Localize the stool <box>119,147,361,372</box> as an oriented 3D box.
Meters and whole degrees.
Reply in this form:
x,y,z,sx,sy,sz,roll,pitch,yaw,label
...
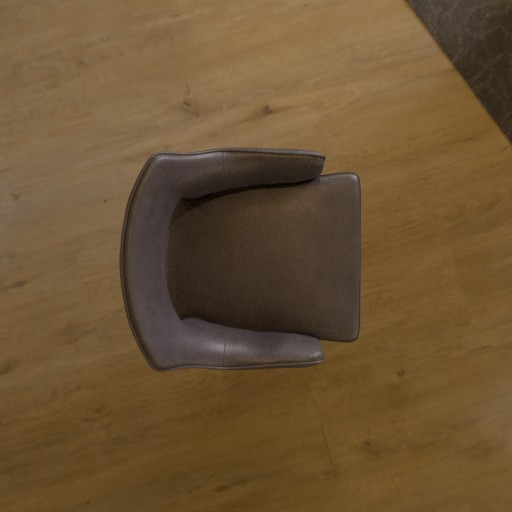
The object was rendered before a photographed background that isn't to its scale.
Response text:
x,y,z,sx,sy,sz,roll,pitch,yaw,label
0.000,0.000,1.376,0.560,1.041,0.550,0,92,-1,stool
